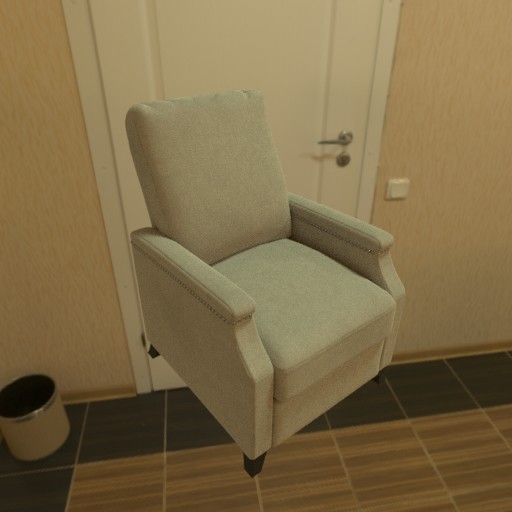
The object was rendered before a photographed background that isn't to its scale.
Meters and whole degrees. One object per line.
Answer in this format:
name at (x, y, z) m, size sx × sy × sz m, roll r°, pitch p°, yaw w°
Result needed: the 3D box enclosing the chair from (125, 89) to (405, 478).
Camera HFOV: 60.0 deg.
chair at (0.000, 0.000, 1.642) m, size 0.710 × 1.049 × 0.922 m, roll -22°, pitch 37°, yaw -32°
